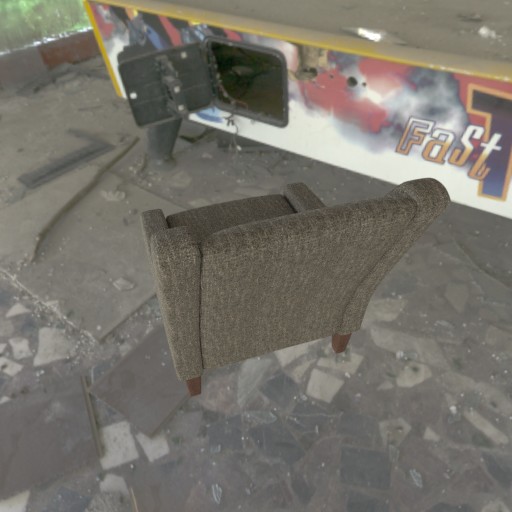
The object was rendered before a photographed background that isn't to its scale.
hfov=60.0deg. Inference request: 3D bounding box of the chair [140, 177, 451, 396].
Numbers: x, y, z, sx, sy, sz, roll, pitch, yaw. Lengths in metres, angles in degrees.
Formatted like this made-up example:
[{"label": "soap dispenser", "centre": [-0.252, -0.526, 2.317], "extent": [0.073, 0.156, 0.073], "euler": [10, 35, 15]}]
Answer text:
[{"label": "chair", "centre": [0.000, 0.000, 1.721], "extent": [0.793, 1.012, 0.944], "euler": [-13, 43, -14]}]
